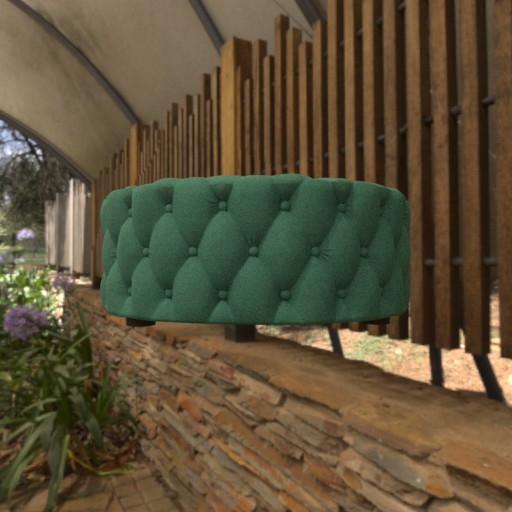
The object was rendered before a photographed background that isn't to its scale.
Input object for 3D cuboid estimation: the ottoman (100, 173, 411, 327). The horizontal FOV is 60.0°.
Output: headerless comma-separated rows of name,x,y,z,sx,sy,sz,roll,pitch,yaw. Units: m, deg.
ottoman,0.000,0.000,1.497,0.998,0.399,0.998,0,-1,0
